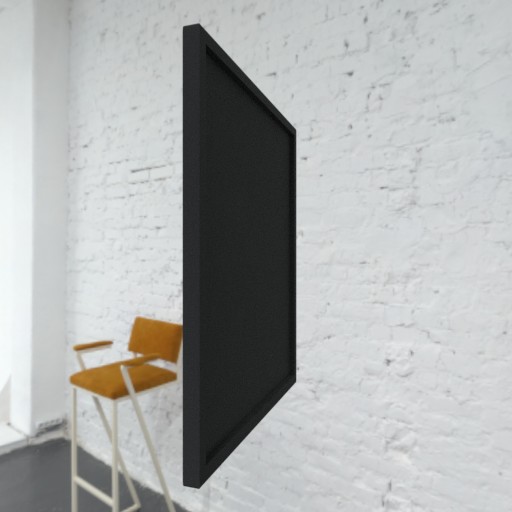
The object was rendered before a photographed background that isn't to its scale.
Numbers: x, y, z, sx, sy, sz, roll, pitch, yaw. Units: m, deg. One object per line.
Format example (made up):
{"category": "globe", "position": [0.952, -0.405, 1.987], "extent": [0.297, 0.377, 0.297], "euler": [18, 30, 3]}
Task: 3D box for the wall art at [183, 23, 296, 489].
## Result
{"category": "wall art", "position": [0.000, 0.000, 0.690], "extent": [0.021, 0.508, 0.432], "euler": [0, 0, 19]}
